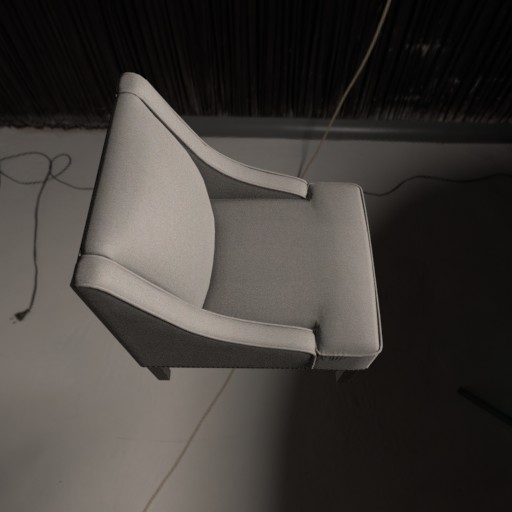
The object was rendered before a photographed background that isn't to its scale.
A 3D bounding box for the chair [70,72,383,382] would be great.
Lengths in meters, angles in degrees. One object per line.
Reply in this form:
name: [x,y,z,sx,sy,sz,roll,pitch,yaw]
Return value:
chair: [0.000,0.000,1.390,0.747,0.867,0.631,1,62,0]
